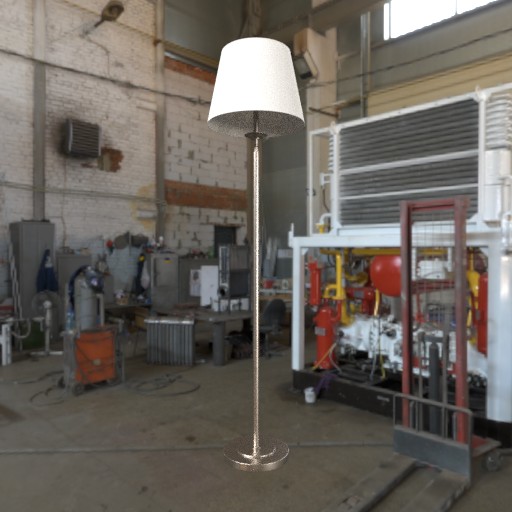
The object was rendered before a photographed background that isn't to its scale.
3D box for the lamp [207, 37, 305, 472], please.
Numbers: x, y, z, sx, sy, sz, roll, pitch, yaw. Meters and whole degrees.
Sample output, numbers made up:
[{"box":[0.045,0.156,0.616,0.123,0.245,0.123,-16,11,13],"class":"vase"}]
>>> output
[{"box":[0.000,0.000,1.626,0.355,1.473,0.355,0,1,0],"class":"lamp"}]
